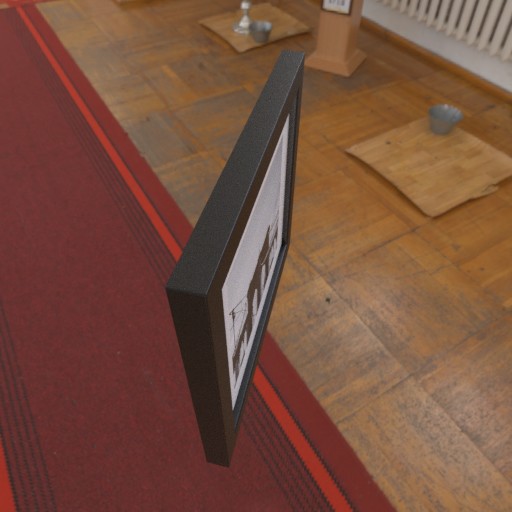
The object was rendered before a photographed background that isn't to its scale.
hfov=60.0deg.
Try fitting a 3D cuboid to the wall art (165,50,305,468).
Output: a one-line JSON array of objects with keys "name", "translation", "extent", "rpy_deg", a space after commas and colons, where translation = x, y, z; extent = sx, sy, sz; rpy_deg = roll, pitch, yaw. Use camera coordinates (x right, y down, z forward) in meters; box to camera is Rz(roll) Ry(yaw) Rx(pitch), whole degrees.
[{"name": "wall art", "translation": [0.000, 0.000, 0.529], "extent": [0.028, 0.330, 0.380], "rpy_deg": [10, 48, 9]}]
